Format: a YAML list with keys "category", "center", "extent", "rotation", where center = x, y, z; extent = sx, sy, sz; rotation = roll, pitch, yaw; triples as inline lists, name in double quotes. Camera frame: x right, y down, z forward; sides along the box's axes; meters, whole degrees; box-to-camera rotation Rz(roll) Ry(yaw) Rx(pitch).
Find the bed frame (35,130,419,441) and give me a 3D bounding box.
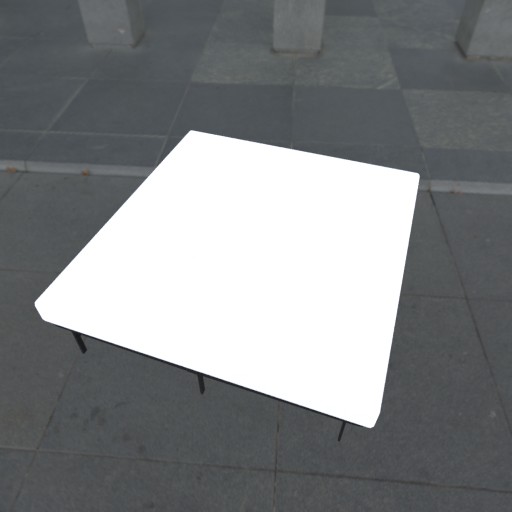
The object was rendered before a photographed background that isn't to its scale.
- category: "bed frame"
  center: [0.000, 0.000, 3.104]
  extent: [1.935, 0.525, 2.033]
  rotation: [14, 47, 14]
